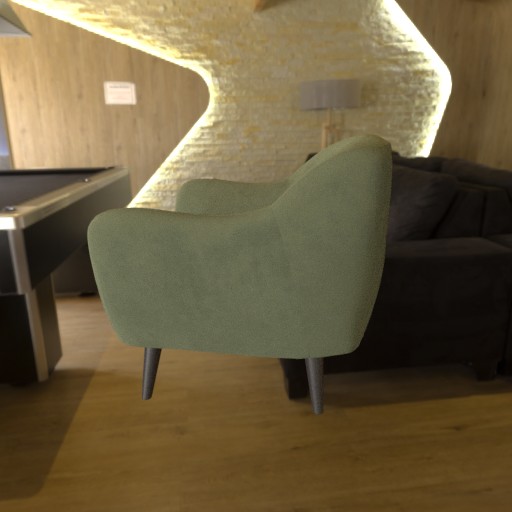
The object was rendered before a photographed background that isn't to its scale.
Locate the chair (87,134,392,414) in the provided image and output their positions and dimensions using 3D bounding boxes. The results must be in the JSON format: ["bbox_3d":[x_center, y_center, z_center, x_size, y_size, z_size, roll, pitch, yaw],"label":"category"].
[{"bbox_3d":[0.000,0.000,1.518,0.819,0.804,0.840,2,16,8],"label":"chair"}]
